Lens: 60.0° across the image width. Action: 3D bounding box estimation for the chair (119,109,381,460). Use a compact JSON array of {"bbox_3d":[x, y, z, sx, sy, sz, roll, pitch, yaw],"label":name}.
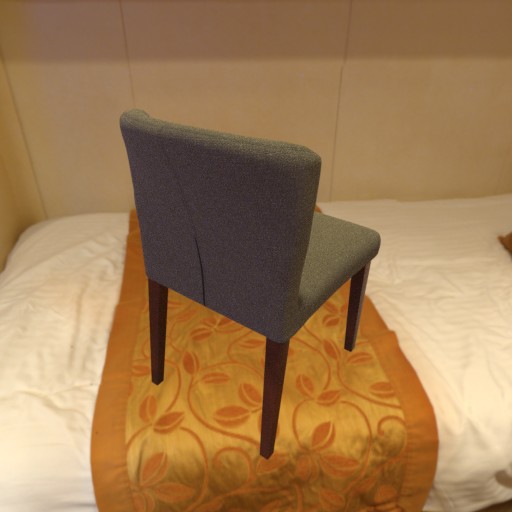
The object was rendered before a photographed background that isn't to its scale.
[{"bbox_3d":[0.000,0.000,1.205,0.491,0.839,0.589,22,38,30],"label":"chair"}]
